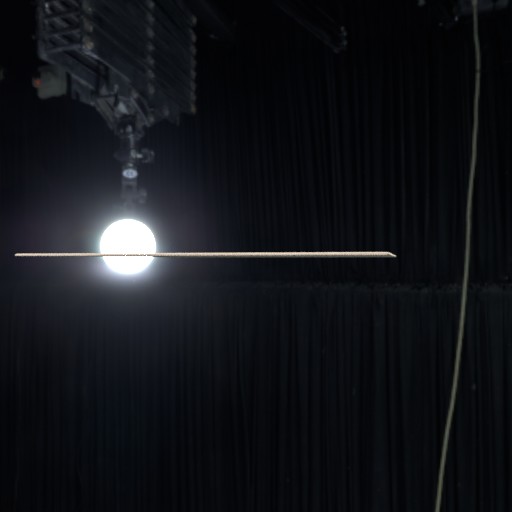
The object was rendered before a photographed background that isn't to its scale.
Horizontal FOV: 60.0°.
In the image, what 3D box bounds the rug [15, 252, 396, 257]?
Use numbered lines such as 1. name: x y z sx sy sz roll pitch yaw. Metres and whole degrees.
1. rug: 0.000 0.000 3.842 2.288 0.018 2.895 0 0 18
